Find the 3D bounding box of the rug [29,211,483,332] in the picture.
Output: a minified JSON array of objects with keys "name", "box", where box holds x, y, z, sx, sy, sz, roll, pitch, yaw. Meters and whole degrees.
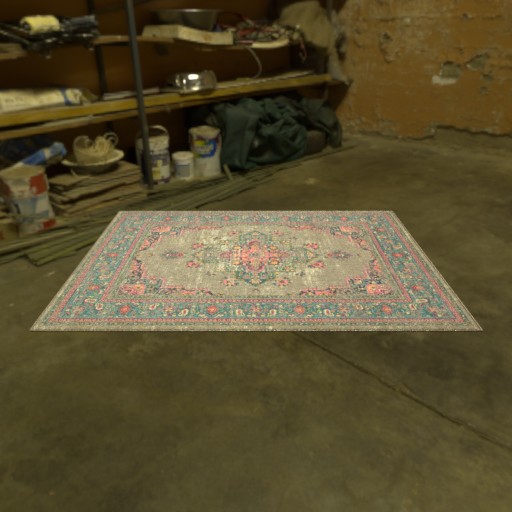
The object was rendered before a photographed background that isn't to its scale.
[{"name":"rug","box":[0.000,0.000,2.870,2.214,0.013,1.609,0,27,0]}]
